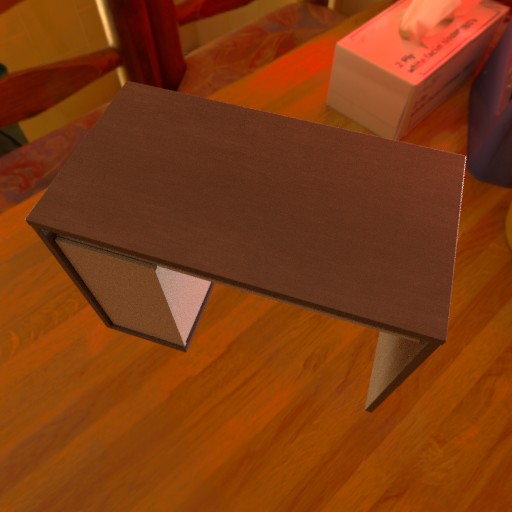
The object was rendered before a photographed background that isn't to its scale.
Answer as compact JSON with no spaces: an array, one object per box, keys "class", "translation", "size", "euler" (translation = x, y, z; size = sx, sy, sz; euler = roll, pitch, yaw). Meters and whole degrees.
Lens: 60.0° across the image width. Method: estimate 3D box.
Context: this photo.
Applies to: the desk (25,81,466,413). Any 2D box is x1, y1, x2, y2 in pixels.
[{"class":"desk","translation":[0.000,0.000,1.558],"size":[1.100,0.750,0.600],"euler":[16,60,9]}]
